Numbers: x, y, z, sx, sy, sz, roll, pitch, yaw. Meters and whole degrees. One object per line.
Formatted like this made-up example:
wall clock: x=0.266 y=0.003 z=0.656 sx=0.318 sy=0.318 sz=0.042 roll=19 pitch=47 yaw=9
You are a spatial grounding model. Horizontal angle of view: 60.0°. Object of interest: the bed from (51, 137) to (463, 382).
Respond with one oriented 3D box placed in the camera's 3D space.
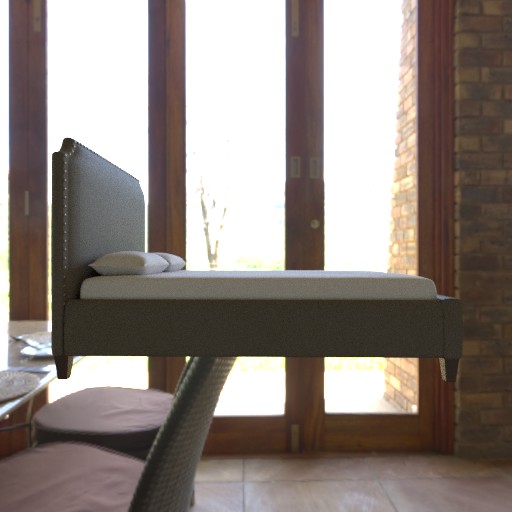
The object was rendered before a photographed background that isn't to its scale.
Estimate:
bed: x=0.000 y=0.000 z=3.355 sx=2.372 sy=1.443 sz=1.712 roll=0 pitch=0 yaw=1
